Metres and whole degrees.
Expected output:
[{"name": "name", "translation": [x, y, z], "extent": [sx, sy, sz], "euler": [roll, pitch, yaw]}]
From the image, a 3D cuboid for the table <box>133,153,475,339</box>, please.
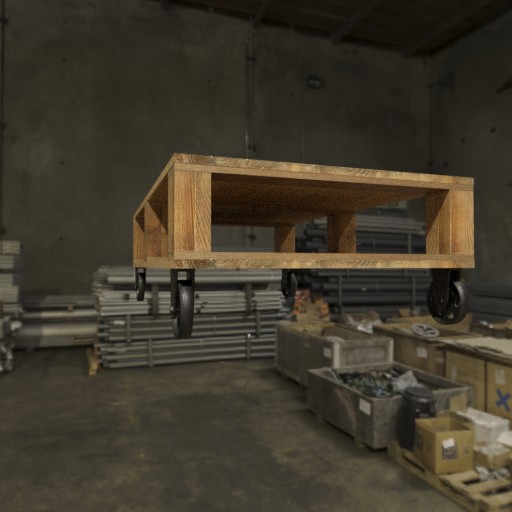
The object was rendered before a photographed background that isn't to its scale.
[{"name": "table", "translation": [0.000, 0.000, 1.704], "extent": [0.827, 0.413, 1.299], "euler": [0, -1, -19]}]
